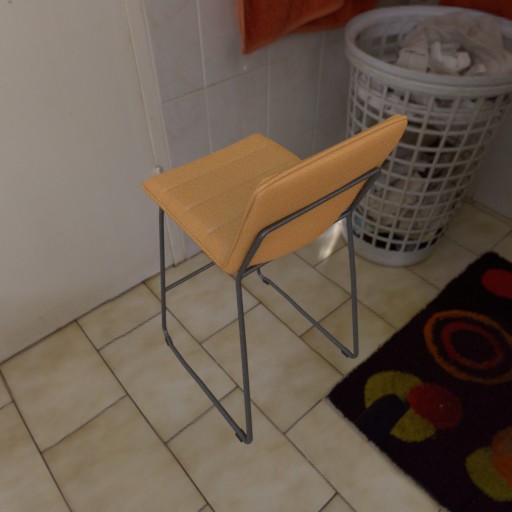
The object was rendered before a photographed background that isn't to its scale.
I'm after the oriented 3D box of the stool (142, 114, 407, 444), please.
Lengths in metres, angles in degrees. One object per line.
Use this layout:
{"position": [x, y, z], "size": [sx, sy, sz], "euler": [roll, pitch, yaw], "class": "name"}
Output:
{"position": [0.000, 0.000, 1.241], "size": [0.489, 0.936, 0.524], "euler": [-30, 53, -26], "class": "stool"}
